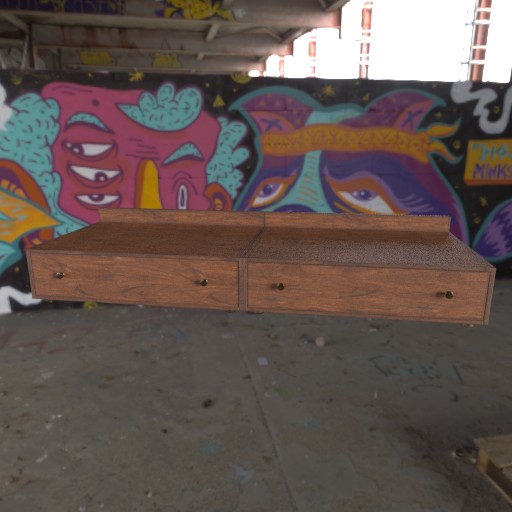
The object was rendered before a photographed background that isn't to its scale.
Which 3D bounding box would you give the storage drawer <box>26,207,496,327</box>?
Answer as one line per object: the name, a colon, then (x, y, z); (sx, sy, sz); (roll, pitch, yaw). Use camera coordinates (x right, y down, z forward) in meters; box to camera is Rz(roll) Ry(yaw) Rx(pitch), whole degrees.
storage drawer: (0.000, 0.000, 2.156); (1.914, 0.339, 0.774); (2, 15, 8)
